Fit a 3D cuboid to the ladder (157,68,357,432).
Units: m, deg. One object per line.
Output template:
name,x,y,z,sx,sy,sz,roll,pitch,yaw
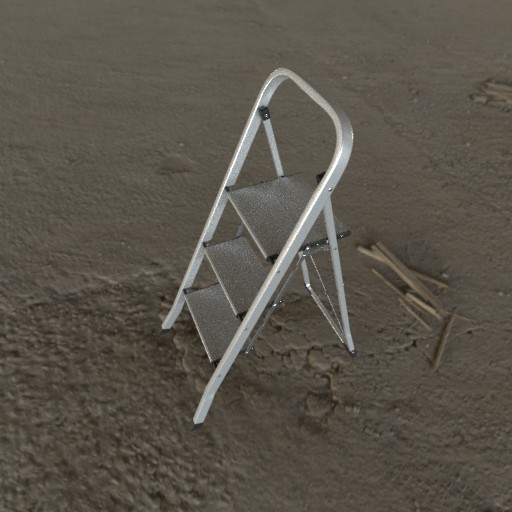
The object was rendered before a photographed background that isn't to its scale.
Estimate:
ladder,0.000,0.000,1.423,0.704,1.070,0.465,-17,49,-16
